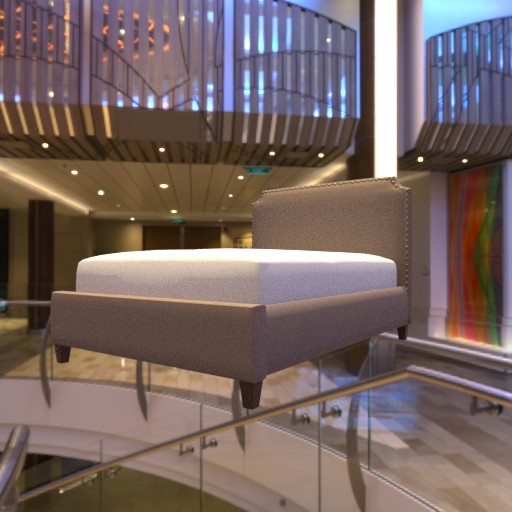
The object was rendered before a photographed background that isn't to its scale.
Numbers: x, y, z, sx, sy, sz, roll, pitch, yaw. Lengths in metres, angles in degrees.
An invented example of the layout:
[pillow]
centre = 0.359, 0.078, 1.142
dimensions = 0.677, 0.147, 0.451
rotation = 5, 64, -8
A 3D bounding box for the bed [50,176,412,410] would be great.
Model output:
[bed]
centre = 0.000, 0.000, 3.433
dimensions = 1.713, 1.443, 2.372
rotation = -1, -1, 36
